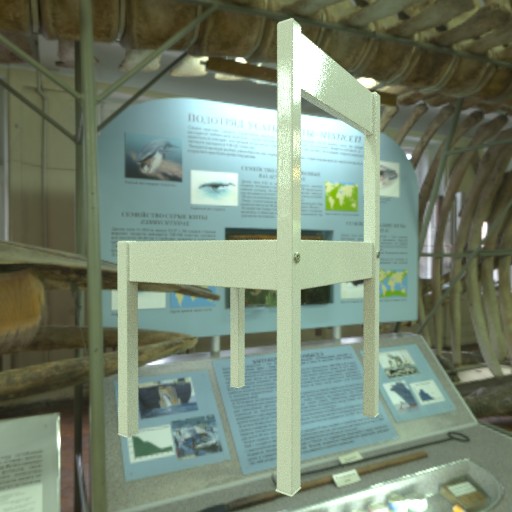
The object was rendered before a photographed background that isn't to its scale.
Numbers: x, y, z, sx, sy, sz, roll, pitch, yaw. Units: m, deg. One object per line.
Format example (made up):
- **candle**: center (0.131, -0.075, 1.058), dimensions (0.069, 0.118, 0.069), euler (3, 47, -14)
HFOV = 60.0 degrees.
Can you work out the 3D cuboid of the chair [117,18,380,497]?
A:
- **chair**: center (0.000, 0.000, 0.662), dimensions (0.285, 0.505, 0.285), euler (1, 1, 34)
